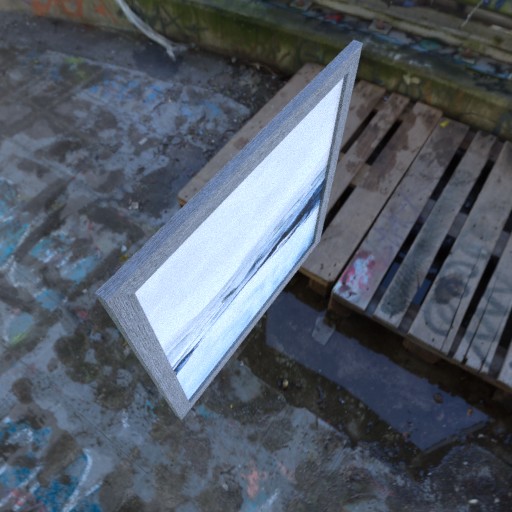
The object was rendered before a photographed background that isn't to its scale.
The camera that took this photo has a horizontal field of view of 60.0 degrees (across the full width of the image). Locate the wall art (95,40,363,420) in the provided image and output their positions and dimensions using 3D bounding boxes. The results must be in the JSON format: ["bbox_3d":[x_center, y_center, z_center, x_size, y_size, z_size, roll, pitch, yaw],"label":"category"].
[{"bbox_3d":[0.000,0.000,1.004,0.020,0.685,0.685,31,63,18],"label":"wall art"}]
